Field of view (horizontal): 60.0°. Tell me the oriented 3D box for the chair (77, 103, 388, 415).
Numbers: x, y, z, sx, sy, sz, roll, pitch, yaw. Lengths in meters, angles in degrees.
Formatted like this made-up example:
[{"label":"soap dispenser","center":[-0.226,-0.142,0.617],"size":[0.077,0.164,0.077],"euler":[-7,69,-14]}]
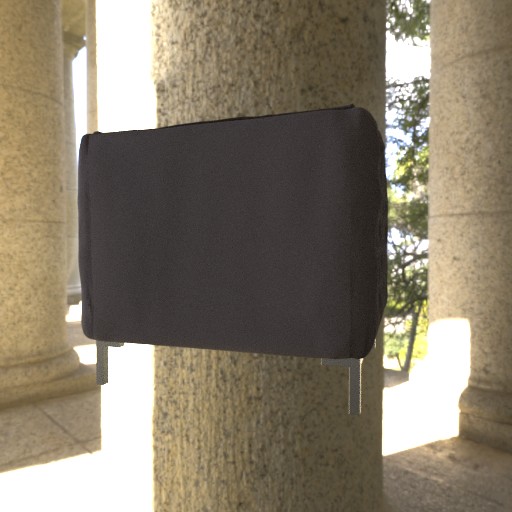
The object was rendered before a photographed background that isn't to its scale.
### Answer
[{"label":"chair","center":[0.000,0.000,1.661],"size":[0.946,0.807,0.913],"euler":[0,1,18]}]
